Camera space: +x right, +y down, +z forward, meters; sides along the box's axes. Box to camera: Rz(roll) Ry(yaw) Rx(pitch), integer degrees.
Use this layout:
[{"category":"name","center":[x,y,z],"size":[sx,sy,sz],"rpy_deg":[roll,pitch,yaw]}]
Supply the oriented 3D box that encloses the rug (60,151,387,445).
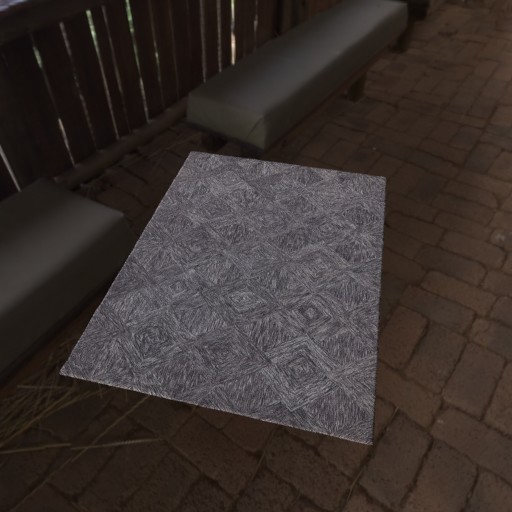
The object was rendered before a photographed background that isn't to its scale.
[{"category":"rug","center":[0.000,0.000,4.371],"size":[2.448,0.017,3.204],"rpy_deg":[10,47,9]}]
